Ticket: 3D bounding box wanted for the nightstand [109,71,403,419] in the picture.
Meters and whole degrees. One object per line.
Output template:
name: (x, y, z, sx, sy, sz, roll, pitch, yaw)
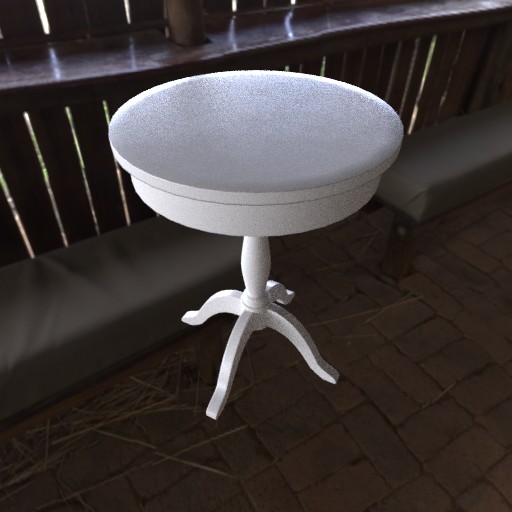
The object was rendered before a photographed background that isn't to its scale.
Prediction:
nightstand: (0.000, 0.000, 1.003, 0.513, 0.653, 0.513, 25, 46, 27)
